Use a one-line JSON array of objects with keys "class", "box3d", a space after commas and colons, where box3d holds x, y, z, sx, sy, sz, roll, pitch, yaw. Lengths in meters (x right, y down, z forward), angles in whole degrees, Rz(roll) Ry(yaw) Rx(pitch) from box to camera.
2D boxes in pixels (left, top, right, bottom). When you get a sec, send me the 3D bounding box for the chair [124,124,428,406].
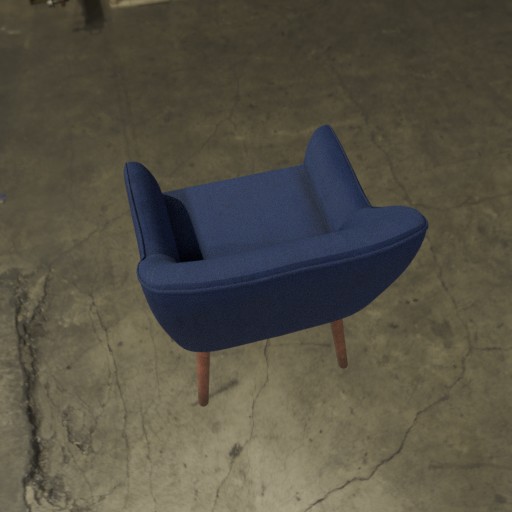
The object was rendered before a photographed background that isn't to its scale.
[{"class": "chair", "box3d": [0.000, 0.000, 1.222, 0.600, 0.820, 0.600, -13, 59, -8]}]
